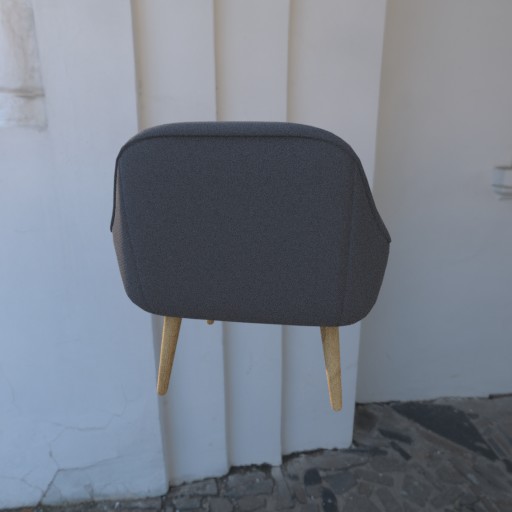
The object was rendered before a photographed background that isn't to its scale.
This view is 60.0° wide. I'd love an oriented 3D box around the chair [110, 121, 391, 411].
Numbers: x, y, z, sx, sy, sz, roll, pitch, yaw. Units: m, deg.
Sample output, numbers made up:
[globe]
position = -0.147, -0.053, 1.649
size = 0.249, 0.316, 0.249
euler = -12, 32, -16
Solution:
[chair]
position = 0.000, 0.000, 1.382
size = 0.770, 0.800, 0.779
euler = 2, 17, 8
